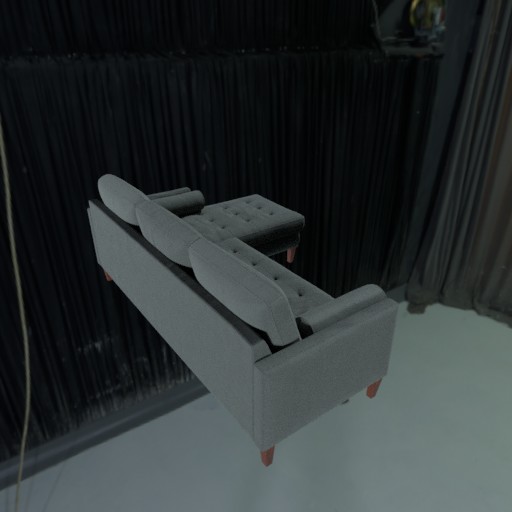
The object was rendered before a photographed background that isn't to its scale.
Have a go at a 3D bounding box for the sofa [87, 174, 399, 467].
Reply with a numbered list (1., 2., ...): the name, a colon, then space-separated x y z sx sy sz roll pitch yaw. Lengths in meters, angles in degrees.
1. sofa: 0.000 0.000 2.950 1.506 0.876 2.178 -18 33 -32
